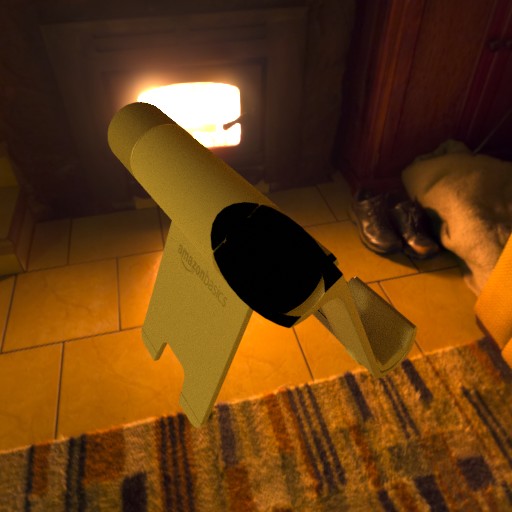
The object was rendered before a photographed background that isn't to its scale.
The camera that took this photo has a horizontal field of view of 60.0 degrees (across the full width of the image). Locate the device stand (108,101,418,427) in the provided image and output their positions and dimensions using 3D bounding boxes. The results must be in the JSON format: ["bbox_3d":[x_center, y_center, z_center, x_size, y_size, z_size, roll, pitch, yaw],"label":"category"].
[{"bbox_3d":[0.000,0.000,0.149,0.079,0.084,0.086,-25,48,-24],"label":"device stand"}]
